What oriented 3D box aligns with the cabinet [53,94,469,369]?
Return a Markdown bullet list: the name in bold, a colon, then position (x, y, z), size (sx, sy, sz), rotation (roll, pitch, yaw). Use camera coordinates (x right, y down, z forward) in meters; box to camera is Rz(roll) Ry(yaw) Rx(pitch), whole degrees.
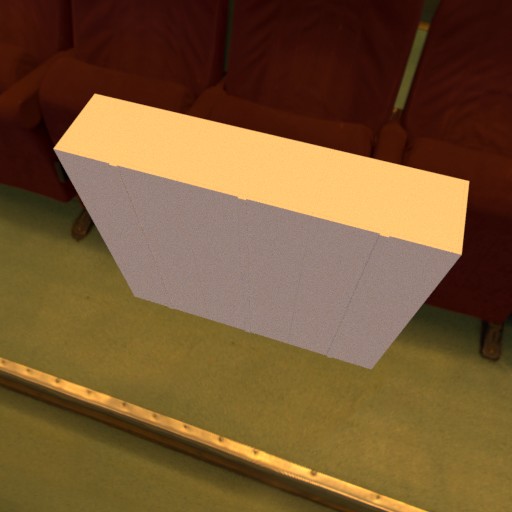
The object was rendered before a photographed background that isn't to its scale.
- **cabinet**: position (0.000, 0.000, 3.949), size (2.700, 2.370, 0.590), rotation (16, 61, 9)
